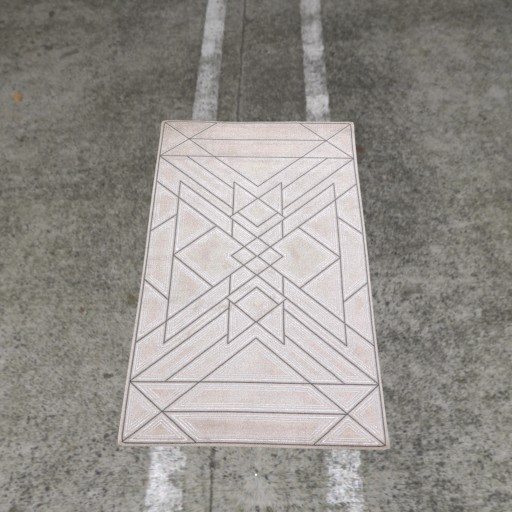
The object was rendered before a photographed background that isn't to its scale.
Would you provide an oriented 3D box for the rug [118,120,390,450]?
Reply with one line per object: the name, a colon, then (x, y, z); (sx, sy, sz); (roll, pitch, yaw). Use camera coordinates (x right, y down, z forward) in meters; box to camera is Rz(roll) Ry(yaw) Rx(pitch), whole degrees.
rug: (0.000, 0.000, 3.090); (1.575, 0.023, 2.459); (1, 64, 0)
